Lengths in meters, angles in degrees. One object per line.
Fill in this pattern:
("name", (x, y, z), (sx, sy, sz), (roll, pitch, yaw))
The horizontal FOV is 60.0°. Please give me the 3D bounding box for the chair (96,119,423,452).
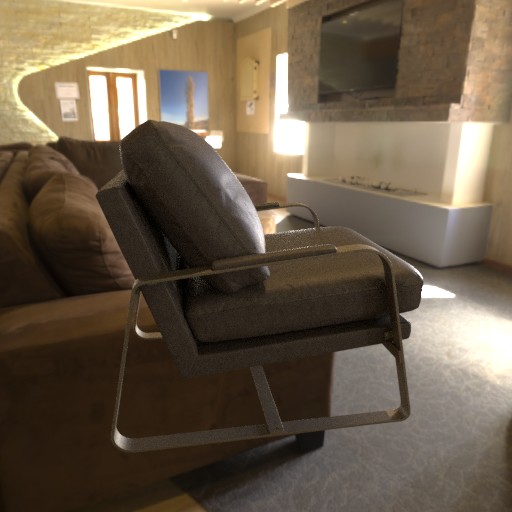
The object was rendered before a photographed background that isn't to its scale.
("chair", (0.000, 0.000, 1.434), (0.878, 0.839, 0.692), (-3, 17, -9))
